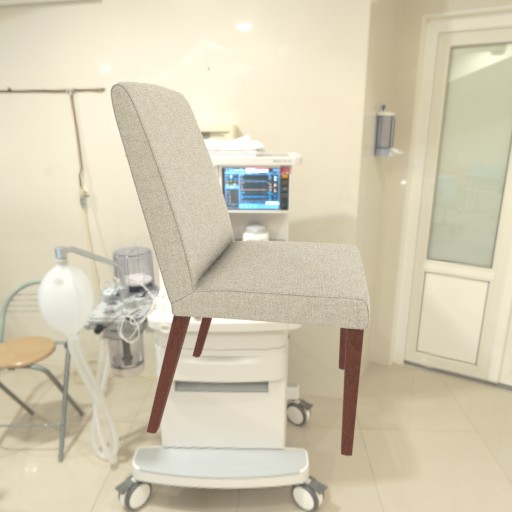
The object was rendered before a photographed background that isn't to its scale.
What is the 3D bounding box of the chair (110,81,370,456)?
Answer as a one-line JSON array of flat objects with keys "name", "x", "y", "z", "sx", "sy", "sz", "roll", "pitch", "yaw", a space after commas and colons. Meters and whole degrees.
[{"name": "chair", "x": 0.000, "y": 0.000, "z": 1.233, "sx": 0.594, "sy": 0.900, "sz": 0.480, "roll": 3, "pitch": 17, "yaw": 9}]
